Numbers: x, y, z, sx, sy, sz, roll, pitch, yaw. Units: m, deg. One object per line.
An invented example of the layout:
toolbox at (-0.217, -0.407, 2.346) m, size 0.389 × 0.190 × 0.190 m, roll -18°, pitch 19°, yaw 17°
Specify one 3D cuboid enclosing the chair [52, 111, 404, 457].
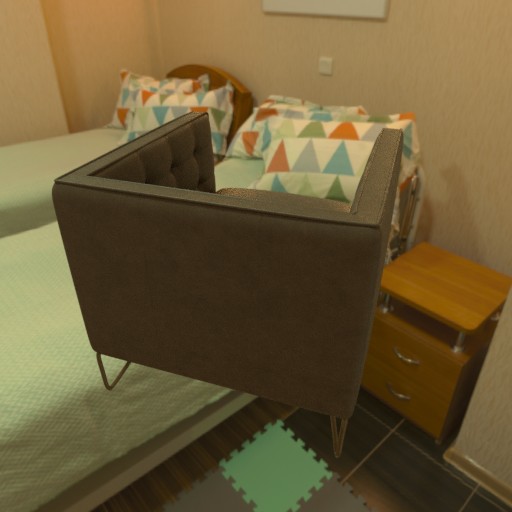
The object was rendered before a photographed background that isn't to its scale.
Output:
chair at (0.000, 0.000, 1.588) m, size 0.880 × 0.790 × 0.894 m, roll 10°, pitch 32°, yaw 16°
